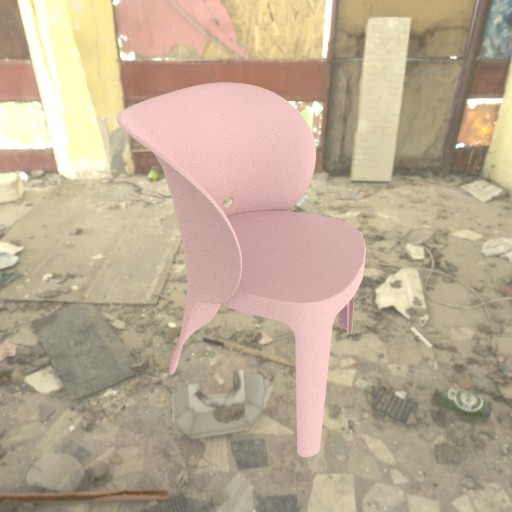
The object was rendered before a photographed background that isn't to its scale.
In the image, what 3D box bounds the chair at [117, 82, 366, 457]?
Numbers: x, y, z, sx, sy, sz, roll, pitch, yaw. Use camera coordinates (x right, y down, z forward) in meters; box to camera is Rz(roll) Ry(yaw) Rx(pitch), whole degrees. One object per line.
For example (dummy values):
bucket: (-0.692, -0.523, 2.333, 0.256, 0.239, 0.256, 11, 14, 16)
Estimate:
chair: (0.000, 0.000, 0.840, 0.402, 0.554, 0.451, 11, 32, 17)
